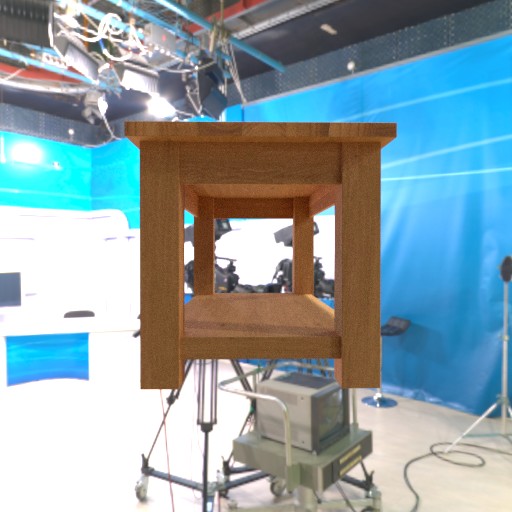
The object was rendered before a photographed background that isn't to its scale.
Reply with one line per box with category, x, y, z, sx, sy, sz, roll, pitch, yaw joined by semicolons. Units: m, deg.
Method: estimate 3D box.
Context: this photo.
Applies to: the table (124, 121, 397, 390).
table;0.000;0.000;1.182;0.450;0.452;0.899;0;1;-1
